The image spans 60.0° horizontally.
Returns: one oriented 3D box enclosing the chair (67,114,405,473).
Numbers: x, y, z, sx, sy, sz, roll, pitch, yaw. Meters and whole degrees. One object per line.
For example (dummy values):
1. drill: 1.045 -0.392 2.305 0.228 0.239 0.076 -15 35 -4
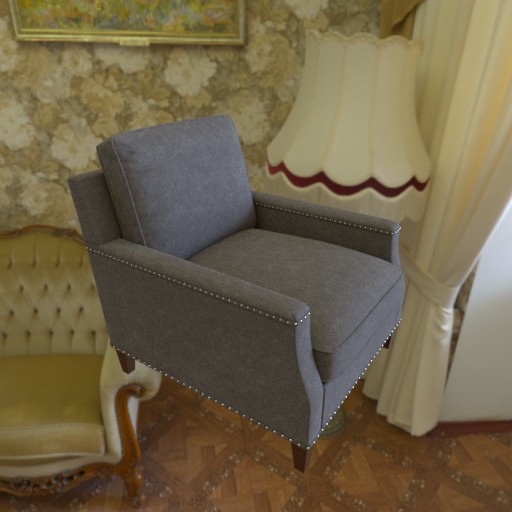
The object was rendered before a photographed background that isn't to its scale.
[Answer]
1. chair: 0.000 0.000 1.717 1.014 0.948 0.853 16 30 31
